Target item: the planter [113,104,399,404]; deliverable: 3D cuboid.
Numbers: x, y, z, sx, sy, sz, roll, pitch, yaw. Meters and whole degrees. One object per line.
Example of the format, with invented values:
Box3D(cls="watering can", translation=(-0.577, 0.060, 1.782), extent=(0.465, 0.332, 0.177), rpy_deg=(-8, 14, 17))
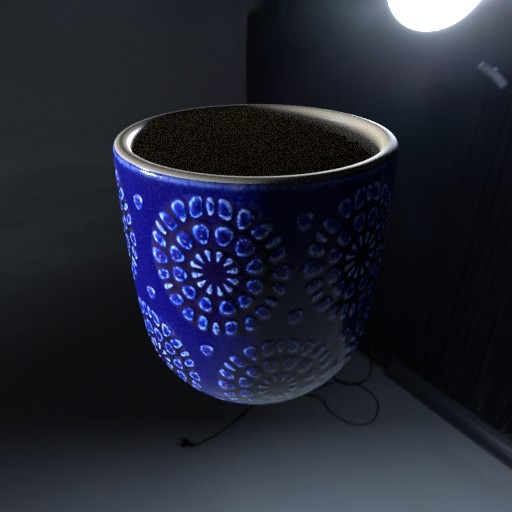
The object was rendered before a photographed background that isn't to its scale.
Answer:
Box3D(cls="planter", translation=(0.000, 0.000, 0.201), extent=(0.109, 0.112, 0.109), rpy_deg=(0, 30, 0))
